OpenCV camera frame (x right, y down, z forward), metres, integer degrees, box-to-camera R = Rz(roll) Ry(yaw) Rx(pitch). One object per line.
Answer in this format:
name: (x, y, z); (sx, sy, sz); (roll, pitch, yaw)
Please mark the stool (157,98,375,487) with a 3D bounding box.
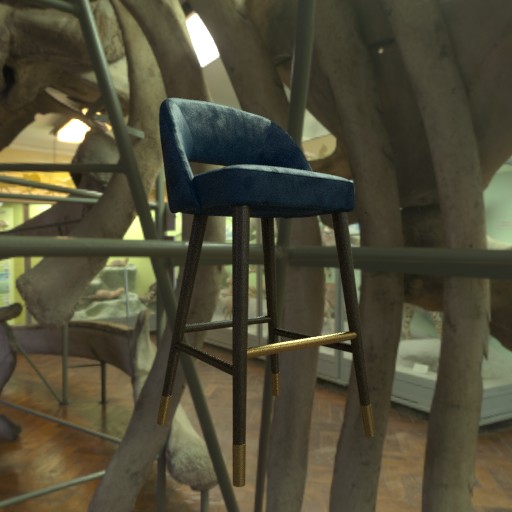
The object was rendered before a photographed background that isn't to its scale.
stool: (0.000, 0.000, 1.310); (0.514, 1.016, 0.515); (-1, 1, -36)
